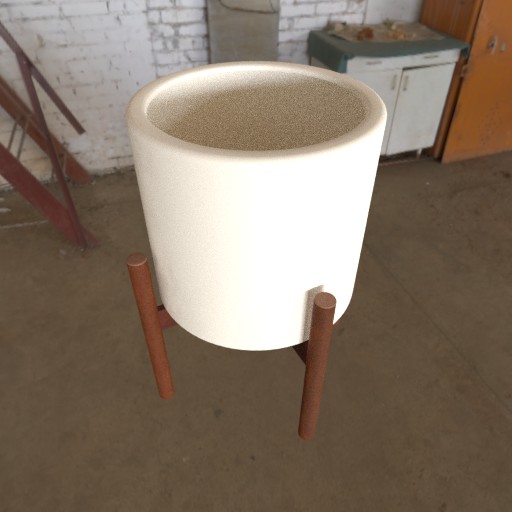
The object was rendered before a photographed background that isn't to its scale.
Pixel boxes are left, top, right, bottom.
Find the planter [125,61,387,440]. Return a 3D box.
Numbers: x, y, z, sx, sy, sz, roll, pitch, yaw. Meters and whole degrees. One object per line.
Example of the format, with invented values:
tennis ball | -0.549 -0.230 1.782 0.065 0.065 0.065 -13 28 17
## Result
planter | 0.000 0.000 0.501 0.224 0.358 0.224 11 41 13
